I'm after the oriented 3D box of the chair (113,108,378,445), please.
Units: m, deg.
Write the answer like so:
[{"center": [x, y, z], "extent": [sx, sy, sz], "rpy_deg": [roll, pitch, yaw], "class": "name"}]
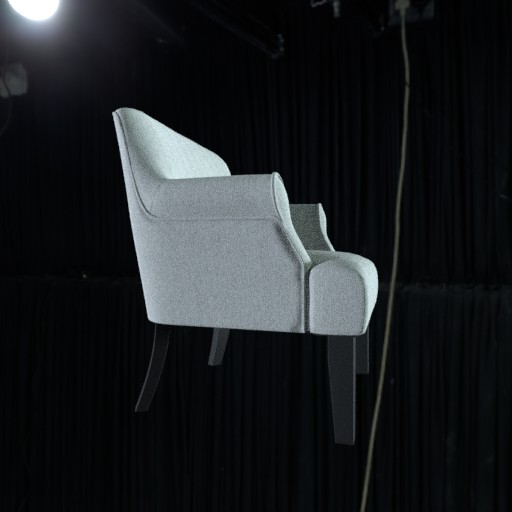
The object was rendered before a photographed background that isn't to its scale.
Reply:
[{"center": [0.000, 0.000, 1.450], "extent": [0.750, 0.875, 0.781], "rpy_deg": [0, 0, 17], "class": "chair"}]
